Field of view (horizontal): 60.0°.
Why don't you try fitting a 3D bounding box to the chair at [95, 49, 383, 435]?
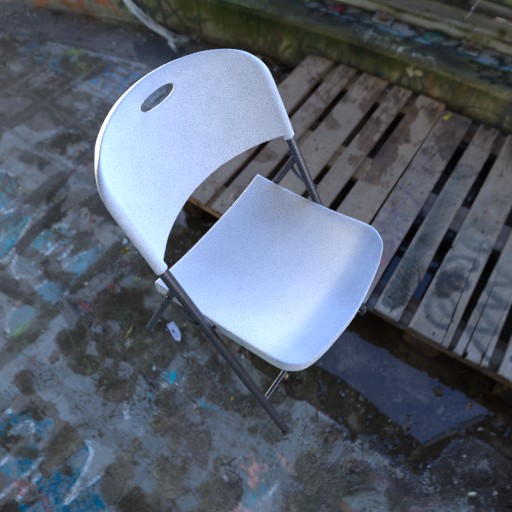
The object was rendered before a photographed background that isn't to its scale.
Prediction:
[{"bbox_3d":[0.000,0.000,1.124,0.566,0.810,0.494,32,64,18],"label":"chair"}]
